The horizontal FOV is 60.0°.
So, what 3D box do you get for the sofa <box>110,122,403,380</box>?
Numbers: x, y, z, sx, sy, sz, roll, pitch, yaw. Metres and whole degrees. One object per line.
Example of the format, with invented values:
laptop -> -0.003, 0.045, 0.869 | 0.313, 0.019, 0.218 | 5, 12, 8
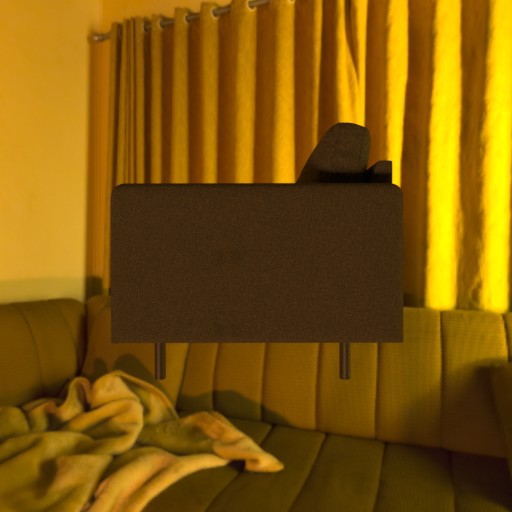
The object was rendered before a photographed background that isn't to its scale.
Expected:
sofa -> 0.000, 0.000, 2.178 | 0.889, 0.897, 1.730 | 0, 0, 0
